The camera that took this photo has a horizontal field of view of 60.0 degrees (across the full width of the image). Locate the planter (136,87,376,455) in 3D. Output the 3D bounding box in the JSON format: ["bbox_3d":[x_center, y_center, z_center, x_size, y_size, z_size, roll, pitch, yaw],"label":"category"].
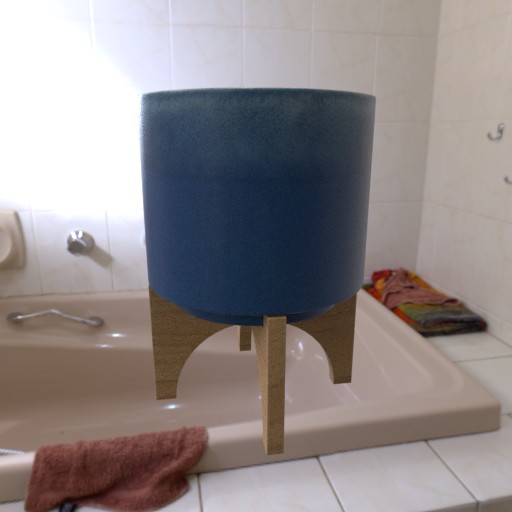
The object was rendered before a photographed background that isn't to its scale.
[{"bbox_3d":[0.000,0.000,0.546,0.261,0.367,0.261,0,15,0],"label":"planter"}]
